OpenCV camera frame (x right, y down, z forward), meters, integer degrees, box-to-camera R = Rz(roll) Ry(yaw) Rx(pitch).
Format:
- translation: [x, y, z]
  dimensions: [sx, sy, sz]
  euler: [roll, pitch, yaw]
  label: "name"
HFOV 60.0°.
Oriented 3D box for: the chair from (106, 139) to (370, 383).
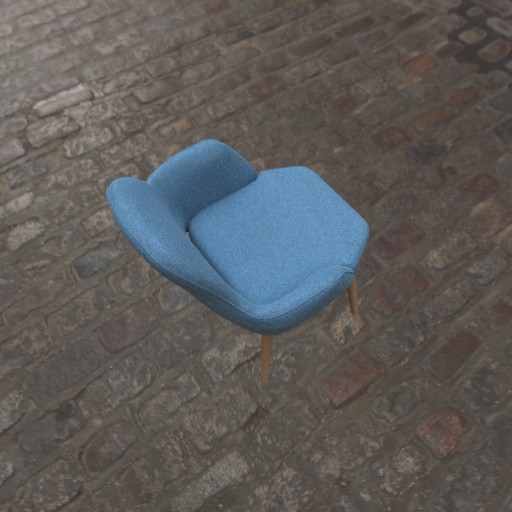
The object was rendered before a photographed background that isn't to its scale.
- translation: [0.000, 0.000, 1.359]
  dimensions: [0.666, 0.920, 0.589]
  euler: [-32, 64, -18]
  label: "chair"
